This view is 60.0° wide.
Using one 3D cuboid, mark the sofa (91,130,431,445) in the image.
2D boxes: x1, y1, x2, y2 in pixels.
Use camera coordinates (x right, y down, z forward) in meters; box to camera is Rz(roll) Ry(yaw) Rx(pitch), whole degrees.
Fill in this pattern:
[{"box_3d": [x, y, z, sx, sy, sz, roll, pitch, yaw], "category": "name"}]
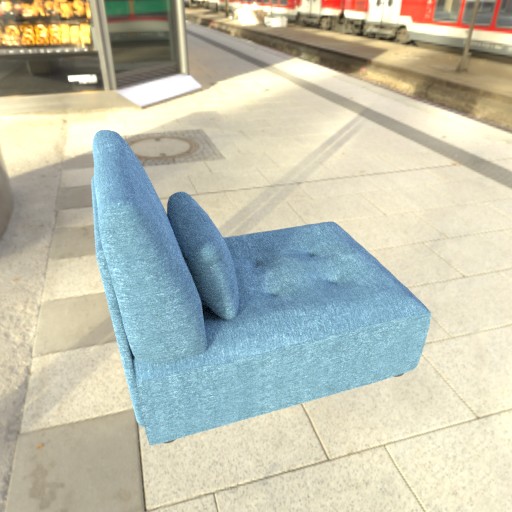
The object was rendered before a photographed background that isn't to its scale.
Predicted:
[{"box_3d": [0.000, 0.000, 1.551, 1.000, 0.820, 0.700, -10, 33, -16], "category": "sofa"}]
